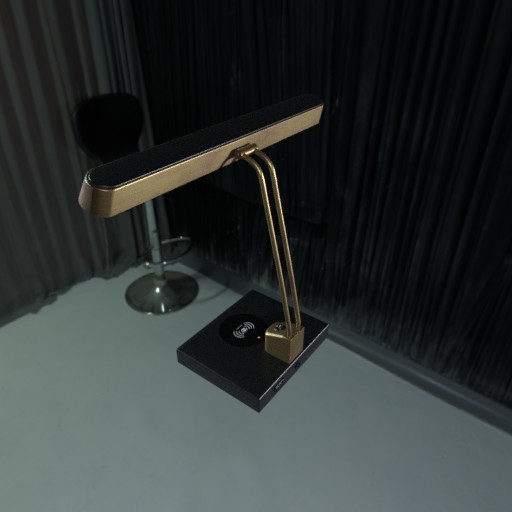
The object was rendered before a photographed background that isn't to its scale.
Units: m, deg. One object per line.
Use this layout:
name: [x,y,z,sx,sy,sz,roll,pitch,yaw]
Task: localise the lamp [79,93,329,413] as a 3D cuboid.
lamp: [0.000,0.000,0.600,0.156,0.345,0.412,22,39,31]
